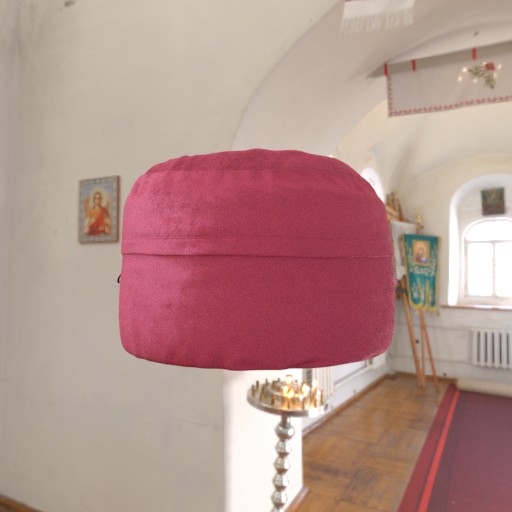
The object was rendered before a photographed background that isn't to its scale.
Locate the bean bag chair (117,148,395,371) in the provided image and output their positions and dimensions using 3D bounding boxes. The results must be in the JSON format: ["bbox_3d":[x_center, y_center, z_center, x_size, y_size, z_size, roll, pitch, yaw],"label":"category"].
[{"bbox_3d":[0.000,0.000,2.024,1.218,0.788,1.218,0,-2,0],"label":"bean bag chair"}]
